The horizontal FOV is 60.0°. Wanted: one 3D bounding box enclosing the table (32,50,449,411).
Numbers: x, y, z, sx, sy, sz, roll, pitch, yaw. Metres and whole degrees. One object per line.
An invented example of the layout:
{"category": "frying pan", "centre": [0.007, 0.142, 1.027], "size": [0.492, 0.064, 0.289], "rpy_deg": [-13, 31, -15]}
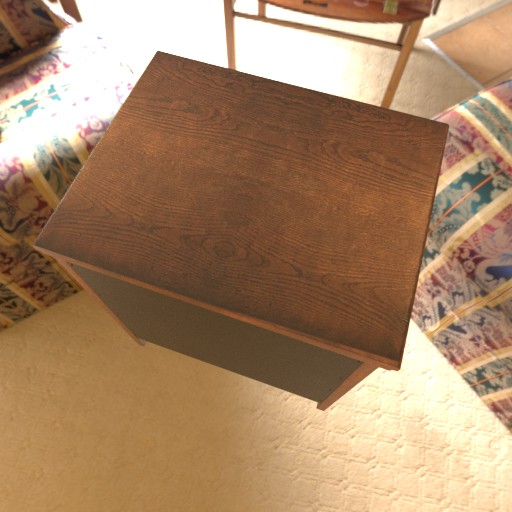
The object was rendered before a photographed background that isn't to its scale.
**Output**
{"category": "table", "centre": [0.000, 0.000, 1.014], "size": [0.586, 0.597, 0.461], "rpy_deg": [17, 66, 8]}
